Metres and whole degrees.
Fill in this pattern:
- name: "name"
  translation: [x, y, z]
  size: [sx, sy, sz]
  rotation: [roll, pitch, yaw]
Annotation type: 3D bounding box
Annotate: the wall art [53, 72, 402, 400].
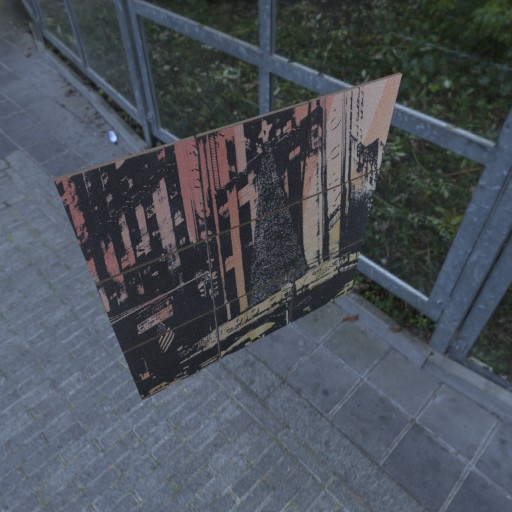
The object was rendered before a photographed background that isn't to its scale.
- name: "wall art"
  translation: [0.000, 0.000, 1.792]
  size: [1.216, 1.216, 0.013]
  rotation: [-24, 50, -21]
